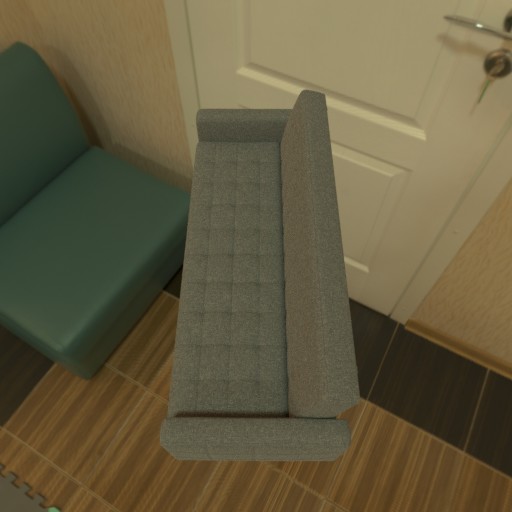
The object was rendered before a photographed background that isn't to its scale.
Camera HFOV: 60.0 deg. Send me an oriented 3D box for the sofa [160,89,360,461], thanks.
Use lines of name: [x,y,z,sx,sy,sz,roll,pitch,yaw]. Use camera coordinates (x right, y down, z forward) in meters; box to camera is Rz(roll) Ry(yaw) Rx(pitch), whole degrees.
sofa: [0.000,0.000,2.468,0.810,0.850,2.040,0,58,0]
